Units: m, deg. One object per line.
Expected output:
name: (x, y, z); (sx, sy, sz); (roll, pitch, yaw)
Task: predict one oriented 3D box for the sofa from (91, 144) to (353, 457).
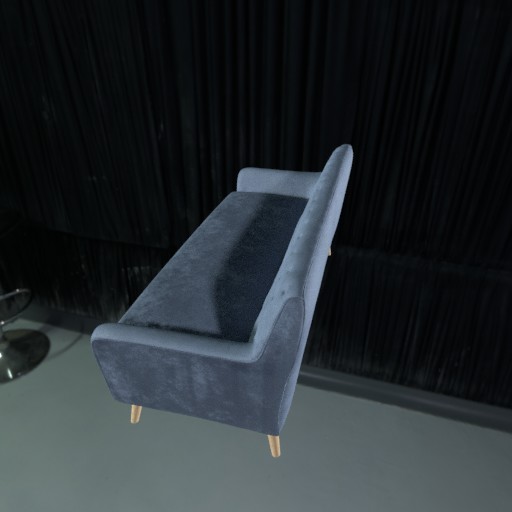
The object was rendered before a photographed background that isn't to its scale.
sofa: (0.000, 0.000, 2.431); (0.841, 0.832, 1.975); (8, 31, 13)
